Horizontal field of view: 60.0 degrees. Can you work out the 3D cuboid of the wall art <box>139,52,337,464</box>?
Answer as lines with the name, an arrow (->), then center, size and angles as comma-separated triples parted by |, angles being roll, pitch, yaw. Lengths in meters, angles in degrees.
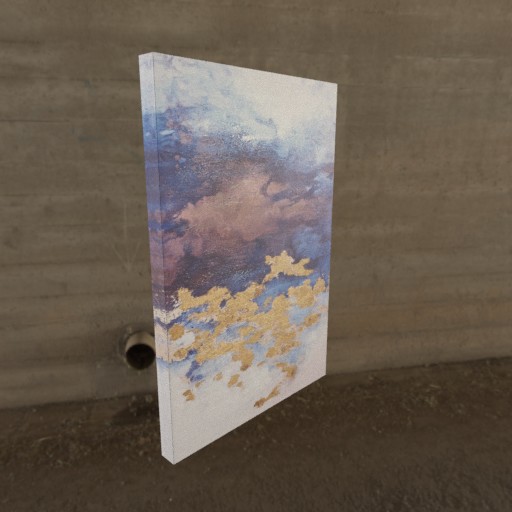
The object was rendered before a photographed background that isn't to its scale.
wall art -> 0.000, 0.000, 1.127 | 0.048, 0.874, 0.583 | 13, 19, 43
